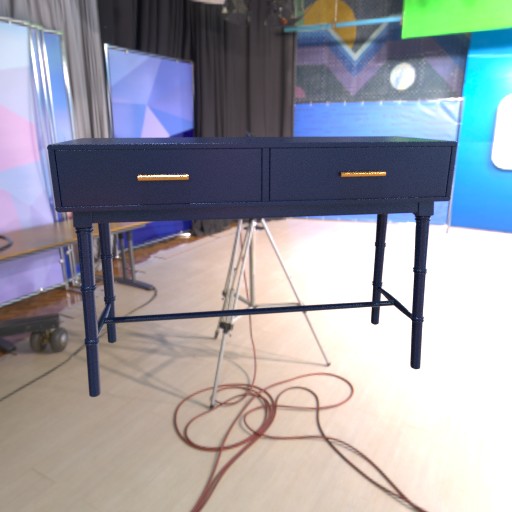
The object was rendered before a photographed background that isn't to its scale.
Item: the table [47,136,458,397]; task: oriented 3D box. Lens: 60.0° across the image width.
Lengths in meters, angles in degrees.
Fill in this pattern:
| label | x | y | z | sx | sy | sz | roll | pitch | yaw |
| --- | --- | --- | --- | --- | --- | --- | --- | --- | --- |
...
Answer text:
| label | x | y | z | sx | sy | sz | roll | pitch | yaw |
| --- | --- | --- | --- | --- | --- | --- | --- | --- | --- |
| table | 0.000 | 0.000 | 1.473 | 1.118 | 0.749 | 0.399 | -3 | 17 | -8 |
